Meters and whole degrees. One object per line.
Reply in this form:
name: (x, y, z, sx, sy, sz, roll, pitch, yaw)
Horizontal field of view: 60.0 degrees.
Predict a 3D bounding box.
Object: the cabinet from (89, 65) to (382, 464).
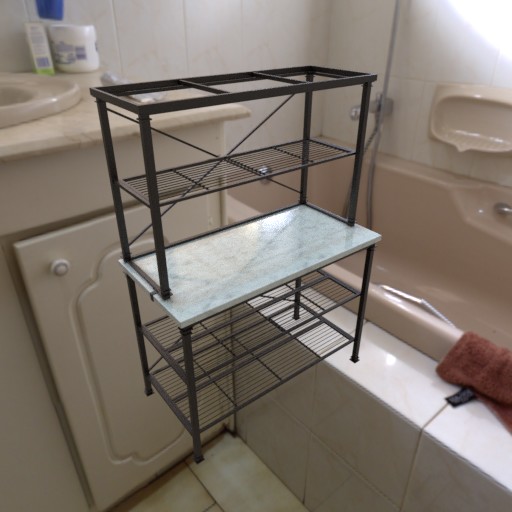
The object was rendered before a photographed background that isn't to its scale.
cabinet: (0.000, 0.000, 2.251, 1.210, 1.659, 0.610, -21, 36, -32)
